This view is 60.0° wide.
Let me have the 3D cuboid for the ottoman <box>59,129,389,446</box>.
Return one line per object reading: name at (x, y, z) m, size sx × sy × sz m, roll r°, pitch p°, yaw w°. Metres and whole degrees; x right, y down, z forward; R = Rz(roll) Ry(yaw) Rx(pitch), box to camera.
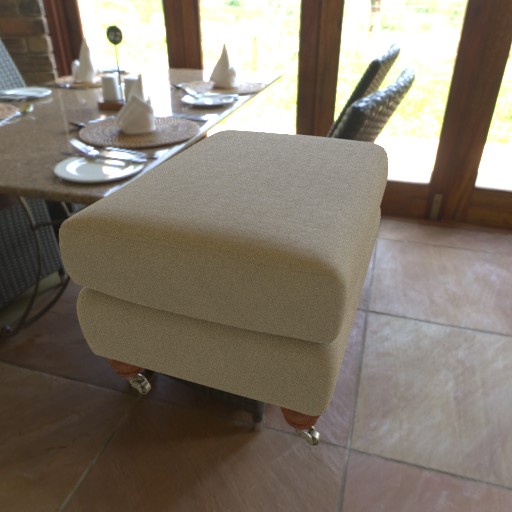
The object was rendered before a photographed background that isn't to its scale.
ottoman at (0.000, 0.000, 1.159) m, size 0.569 × 0.504 × 0.773 m, roll 10°, pitch 32°, yaw 17°
